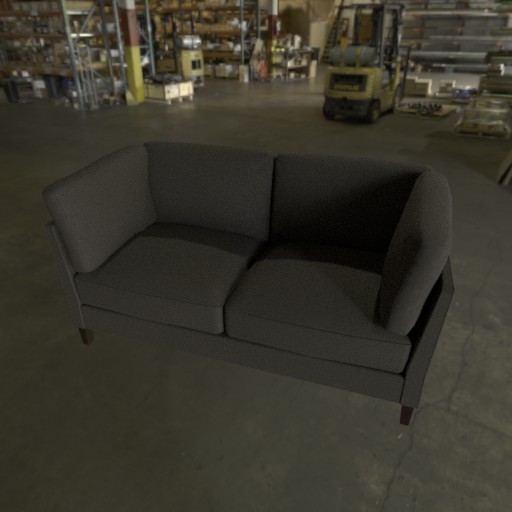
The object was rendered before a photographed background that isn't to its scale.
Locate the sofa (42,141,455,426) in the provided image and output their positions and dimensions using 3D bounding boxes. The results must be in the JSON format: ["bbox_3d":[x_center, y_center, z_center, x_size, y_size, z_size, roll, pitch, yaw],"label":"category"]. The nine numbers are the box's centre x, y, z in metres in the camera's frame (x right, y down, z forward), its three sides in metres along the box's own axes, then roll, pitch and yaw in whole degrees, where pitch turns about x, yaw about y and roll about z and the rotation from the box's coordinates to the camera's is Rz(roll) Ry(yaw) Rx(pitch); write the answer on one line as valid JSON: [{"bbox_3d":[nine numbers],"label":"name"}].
[{"bbox_3d":[0.000,0.000,2.241,1.751,0.920,0.969,9,29,17],"label":"sofa"}]
